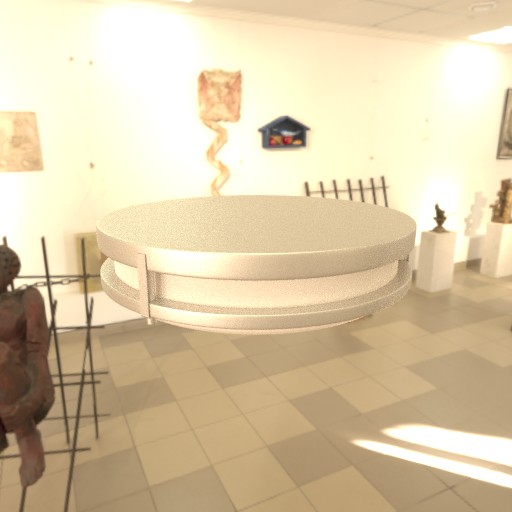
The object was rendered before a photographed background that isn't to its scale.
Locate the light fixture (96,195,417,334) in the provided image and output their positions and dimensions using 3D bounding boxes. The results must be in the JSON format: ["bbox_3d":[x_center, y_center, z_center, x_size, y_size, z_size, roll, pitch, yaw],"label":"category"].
[{"bbox_3d":[0.000,0.000,0.531,0.356,0.102,0.356,0,15,0],"label":"light fixture"}]
